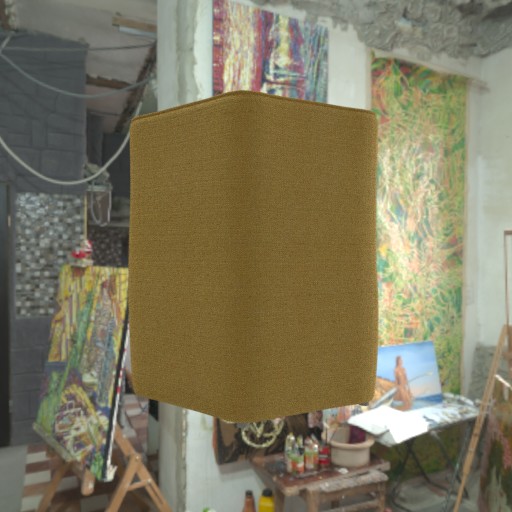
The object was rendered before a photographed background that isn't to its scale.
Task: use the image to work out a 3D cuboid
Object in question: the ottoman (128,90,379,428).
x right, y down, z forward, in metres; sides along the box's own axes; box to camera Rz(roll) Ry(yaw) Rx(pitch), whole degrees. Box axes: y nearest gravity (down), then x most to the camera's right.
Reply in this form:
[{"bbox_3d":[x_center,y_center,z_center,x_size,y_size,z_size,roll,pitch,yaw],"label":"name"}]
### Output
[{"bbox_3d":[0.000,0.000,0.880,0.494,0.502,0.443,0,1,35],"label":"ottoman"}]
